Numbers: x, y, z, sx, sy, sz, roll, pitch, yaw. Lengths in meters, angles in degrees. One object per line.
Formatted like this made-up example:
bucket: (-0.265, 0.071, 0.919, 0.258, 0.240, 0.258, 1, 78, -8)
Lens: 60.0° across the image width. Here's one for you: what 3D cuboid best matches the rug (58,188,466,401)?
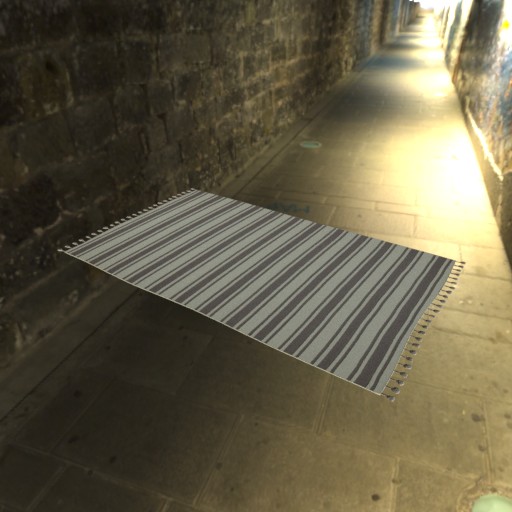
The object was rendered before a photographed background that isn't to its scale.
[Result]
rug: (0.000, 0.000, 2.601, 2.096, 0.011, 1.229, 19, 35, 29)
